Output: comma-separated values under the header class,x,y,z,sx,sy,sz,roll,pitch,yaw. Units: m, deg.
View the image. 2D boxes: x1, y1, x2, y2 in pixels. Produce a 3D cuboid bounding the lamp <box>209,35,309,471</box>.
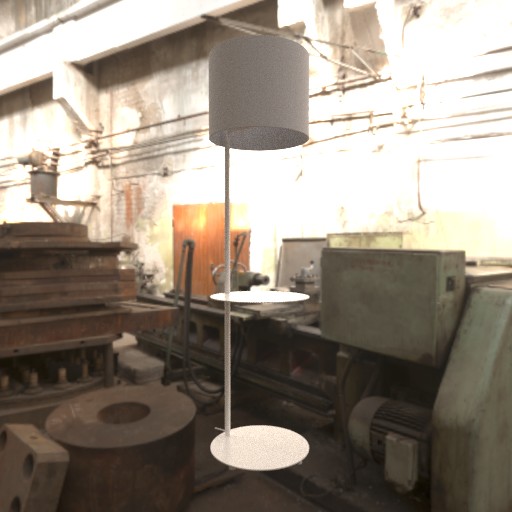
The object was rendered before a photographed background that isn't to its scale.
class,x,y,z,sx,sy,sz,roll,pitch,yaw
lamp,0.000,0.000,1.668,0.405,1.465,0.372,1,1,36
